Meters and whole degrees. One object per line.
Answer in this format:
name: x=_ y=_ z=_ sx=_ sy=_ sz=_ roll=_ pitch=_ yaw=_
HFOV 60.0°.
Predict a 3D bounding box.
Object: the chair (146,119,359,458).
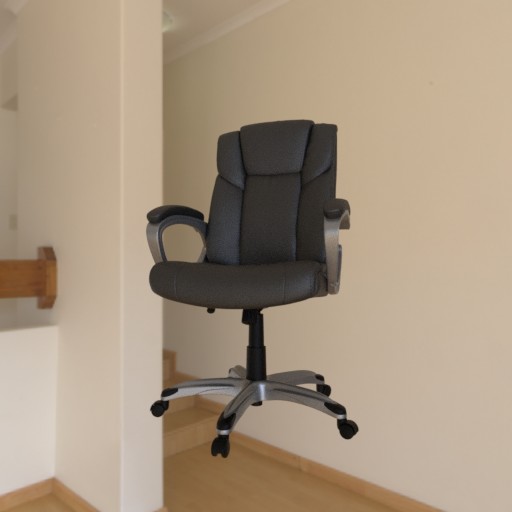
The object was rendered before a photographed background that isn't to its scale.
chair: x=0.000 y=0.000 z=1.564 sx=0.721 sy=1.130 sz=0.719 roll=0 pitch=0 yaw=18
